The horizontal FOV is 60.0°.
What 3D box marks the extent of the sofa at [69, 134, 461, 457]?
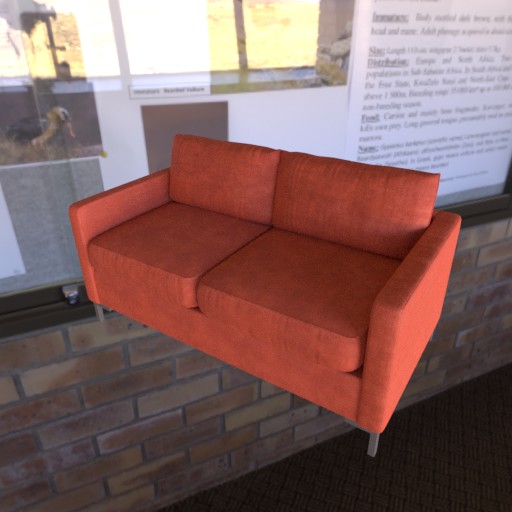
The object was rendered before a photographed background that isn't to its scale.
[{"bbox_3d":[0.000,0.000,2.065,1.574,0.896,0.864,18,33,29],"label":"sofa"}]
